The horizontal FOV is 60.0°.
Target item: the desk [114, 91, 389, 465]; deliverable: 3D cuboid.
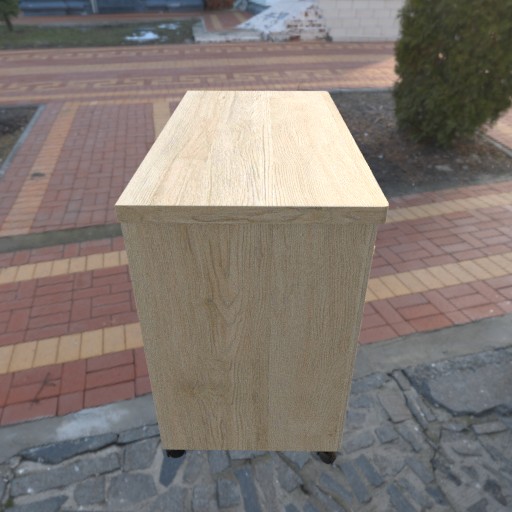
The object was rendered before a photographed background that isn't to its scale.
[{"bbox_3d":[0.000,0.000,1.345,0.480,0.770,0.885,0,33,1],"label":"desk"}]
